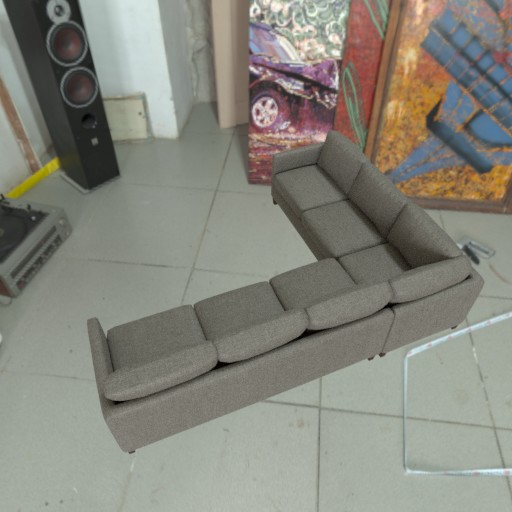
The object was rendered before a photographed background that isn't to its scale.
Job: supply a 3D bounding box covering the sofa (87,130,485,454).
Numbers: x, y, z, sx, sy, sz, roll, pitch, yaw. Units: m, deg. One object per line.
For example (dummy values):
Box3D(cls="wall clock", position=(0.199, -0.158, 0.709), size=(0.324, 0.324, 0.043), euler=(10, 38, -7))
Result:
Box3D(cls="sofa", position=(0.000, 0.000, 4.396), size=(3.302, 0.947, 2.593), euler=(-16, 48, -15))
